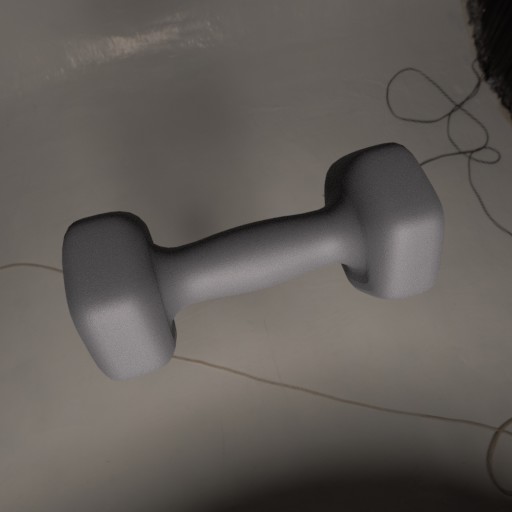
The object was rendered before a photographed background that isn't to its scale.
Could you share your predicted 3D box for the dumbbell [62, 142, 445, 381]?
[{"bbox_3d":[0.000,0.000,0.304,0.240,0.105,0.116,-15,65,-7],"label":"dumbbell"}]
